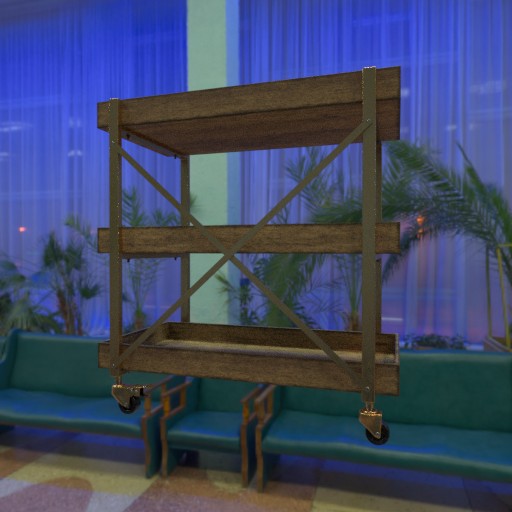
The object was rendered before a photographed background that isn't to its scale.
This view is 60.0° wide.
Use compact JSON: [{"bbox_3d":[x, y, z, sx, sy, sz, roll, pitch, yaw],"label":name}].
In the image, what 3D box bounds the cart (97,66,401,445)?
[{"bbox_3d":[0.000,0.000,1.215,0.750,0.799,0.416,0,1,18],"label":"cart"}]
